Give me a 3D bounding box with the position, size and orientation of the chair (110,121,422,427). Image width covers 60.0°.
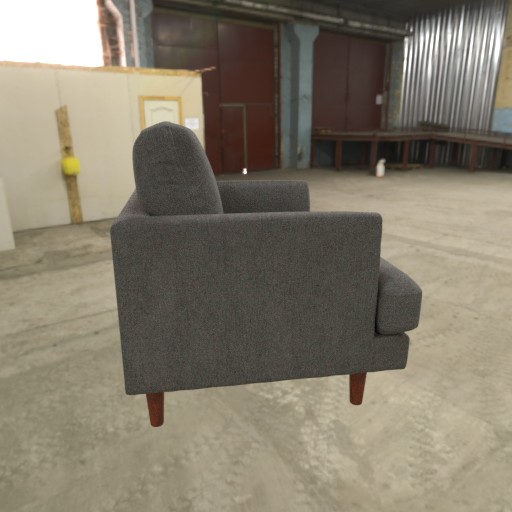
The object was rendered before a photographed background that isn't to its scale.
[{"bbox_3d":[0.000,0.000,1.643,0.899,0.957,0.858,-3,17,-9],"label":"chair"}]
